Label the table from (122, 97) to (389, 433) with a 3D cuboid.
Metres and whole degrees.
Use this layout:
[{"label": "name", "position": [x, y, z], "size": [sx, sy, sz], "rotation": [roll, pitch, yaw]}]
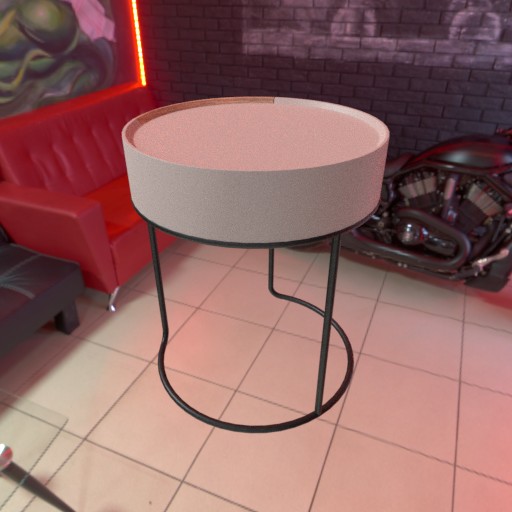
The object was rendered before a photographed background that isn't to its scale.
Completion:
[{"label": "table", "position": [0.000, 0.000, 0.901], "size": [0.450, 0.530, 0.450], "rotation": [0, 31, 0]}]
